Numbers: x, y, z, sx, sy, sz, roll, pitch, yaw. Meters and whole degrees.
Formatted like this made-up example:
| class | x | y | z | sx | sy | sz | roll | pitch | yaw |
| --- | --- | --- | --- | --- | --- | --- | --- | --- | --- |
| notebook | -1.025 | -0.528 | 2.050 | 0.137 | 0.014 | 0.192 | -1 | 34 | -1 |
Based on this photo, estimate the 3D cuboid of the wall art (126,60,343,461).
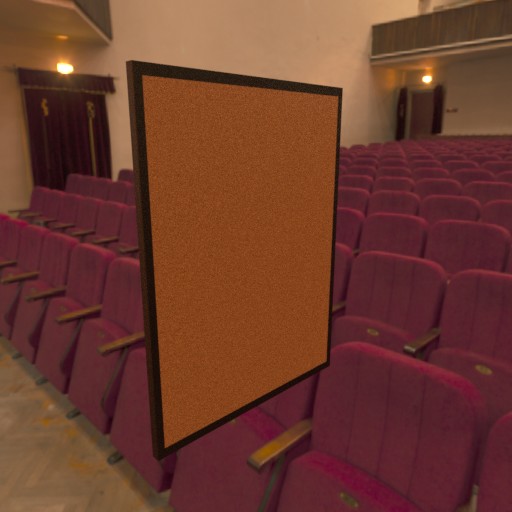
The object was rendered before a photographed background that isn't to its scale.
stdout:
| class | x | y | z | sx | sy | sz | roll | pitch | yaw |
| --- | --- | --- | --- | --- | --- | --- | --- | --- | --- |
| wall art | 0.000 | 0.000 | 1.363 | 0.774 | 1.027 | 0.030 | -14 | 20 | -42 |
